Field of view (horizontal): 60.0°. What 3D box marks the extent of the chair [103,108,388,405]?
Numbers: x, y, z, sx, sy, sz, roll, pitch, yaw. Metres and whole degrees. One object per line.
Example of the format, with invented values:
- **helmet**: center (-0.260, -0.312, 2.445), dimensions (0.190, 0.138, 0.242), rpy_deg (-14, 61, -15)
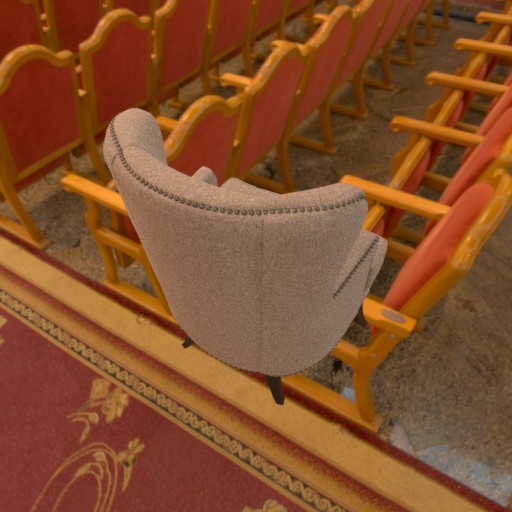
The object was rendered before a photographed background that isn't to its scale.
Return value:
- **chair**: center (0.000, 0.000, 1.579), dimensions (0.759, 1.060, 0.758), rpy_deg (25, 51, 22)
